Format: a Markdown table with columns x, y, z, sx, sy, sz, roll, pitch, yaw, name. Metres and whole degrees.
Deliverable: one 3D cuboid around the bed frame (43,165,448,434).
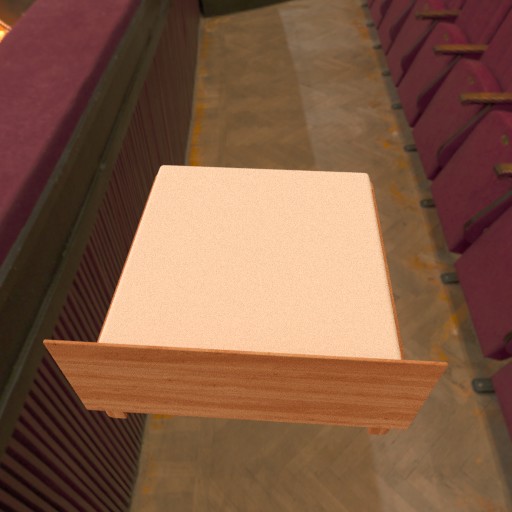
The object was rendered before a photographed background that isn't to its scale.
| x | y | z | sx | sy | sz | roll | pitch | yaw | name |
| --- | --- | --- | --- | --- | --- | --- | --- | --- | --- |
| 0.000 | 0.000 | 3.091 | 1.872 | 0.940 | 2.092 | 3 | 47 | 2 | bed frame |
